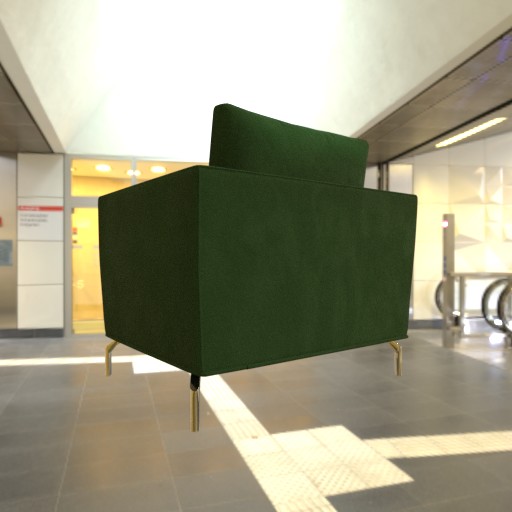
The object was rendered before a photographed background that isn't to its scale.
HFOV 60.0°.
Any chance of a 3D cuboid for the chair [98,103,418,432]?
[{"bbox_3d":[0.000,0.000,1.838,1.047,0.997,0.852,0,0,-37],"label":"chair"}]
